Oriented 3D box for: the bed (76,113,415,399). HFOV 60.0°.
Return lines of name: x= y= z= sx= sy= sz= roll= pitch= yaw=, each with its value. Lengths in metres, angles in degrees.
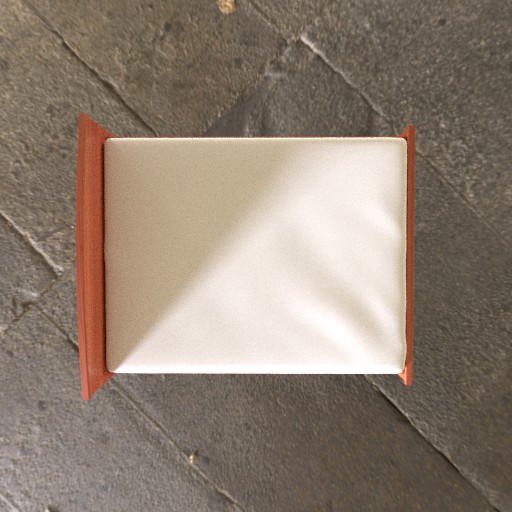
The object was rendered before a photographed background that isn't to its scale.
bed: x=0.000 y=0.000 z=2.954 sx=2.053 sy=0.848 sz=1.683 roll=0 pitch=92 yaw=0
